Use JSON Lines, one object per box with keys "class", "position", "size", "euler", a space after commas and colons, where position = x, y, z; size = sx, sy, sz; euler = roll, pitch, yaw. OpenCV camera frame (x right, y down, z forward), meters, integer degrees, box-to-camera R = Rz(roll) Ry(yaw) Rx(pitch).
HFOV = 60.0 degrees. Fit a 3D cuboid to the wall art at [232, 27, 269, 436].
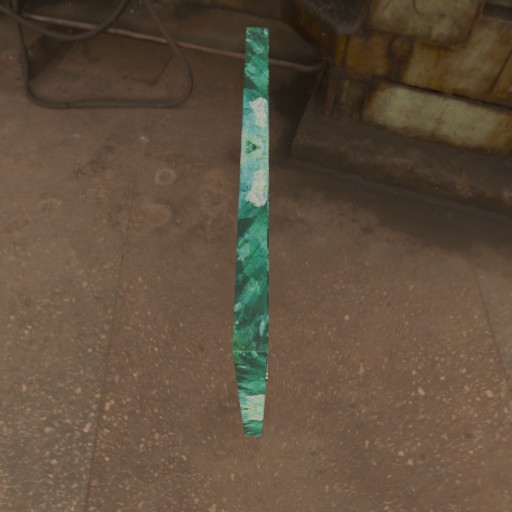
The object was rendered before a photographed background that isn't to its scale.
{"class": "wall art", "position": [0.000, 0.000, 0.760], "size": [0.038, 0.508, 0.507], "euler": [1, 60, 0]}
